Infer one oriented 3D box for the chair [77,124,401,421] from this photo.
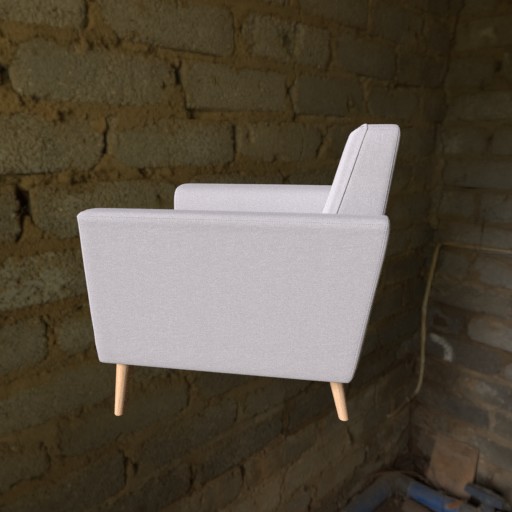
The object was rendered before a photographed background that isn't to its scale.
[{"bbox_3d":[0.000,0.000,1.395,0.750,0.780,0.780,2,14,9],"label":"chair"}]
